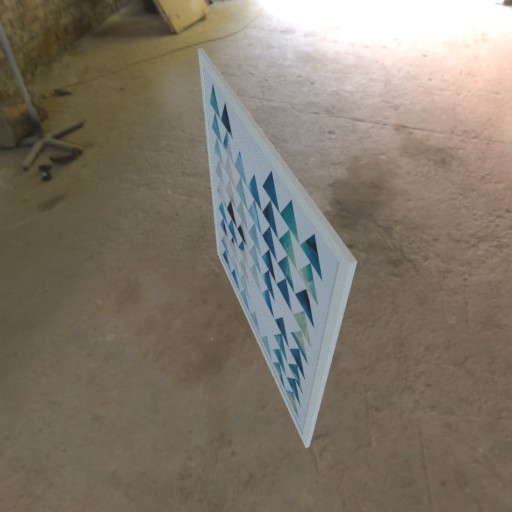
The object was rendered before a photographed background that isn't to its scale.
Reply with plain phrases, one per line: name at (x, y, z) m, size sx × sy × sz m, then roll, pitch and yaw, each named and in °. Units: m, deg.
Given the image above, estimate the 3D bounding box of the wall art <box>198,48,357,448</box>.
wall art at (0.000, 0.000, 1.225) m, size 0.012 × 0.809 × 0.809 m, roll -16°, pitch 50°, yaw -14°
